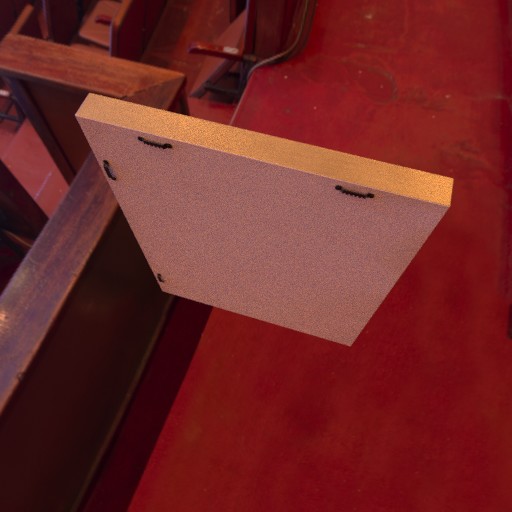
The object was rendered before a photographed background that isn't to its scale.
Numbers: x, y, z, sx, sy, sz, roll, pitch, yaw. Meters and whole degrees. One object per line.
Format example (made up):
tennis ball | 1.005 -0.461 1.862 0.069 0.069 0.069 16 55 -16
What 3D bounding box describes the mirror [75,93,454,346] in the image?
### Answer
mirror | 0.000 0.000 0.692 0.406 0.509 0.041 15 64 8
